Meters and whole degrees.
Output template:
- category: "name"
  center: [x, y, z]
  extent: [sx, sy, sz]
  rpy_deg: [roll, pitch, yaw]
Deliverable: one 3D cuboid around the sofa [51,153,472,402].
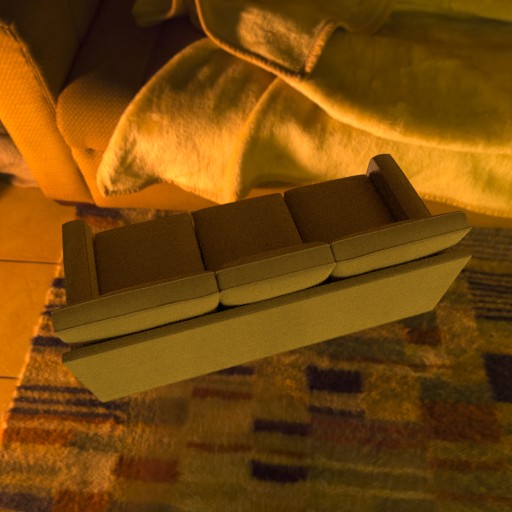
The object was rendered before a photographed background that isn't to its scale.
- category: "sofa"
  center: [0.000, 0.000, 2.582]
  extent: [2.093, 0.862, 0.936]
  rpy_deg: [-14, 57, -9]
